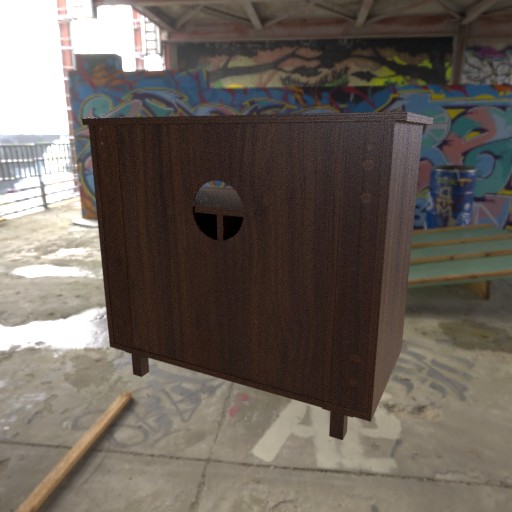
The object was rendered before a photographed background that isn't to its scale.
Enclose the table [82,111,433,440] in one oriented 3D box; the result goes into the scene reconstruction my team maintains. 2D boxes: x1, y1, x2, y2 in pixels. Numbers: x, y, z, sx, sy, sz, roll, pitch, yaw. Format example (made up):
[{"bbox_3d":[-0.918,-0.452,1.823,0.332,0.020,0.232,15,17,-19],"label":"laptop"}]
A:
[{"bbox_3d":[0.000,0.000,1.220,0.802,0.725,0.390,8,17,26],"label":"table"}]
